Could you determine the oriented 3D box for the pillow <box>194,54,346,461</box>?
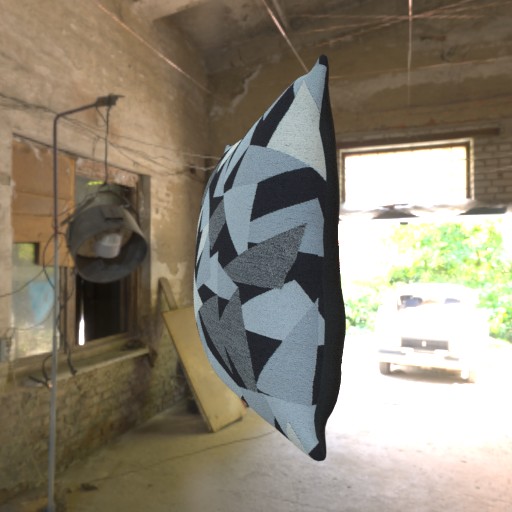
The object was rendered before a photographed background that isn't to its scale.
[{"bbox_3d":[0.000,0.000,0.762,0.208,0.496,0.503,0,0,-17],"label":"pillow"}]
